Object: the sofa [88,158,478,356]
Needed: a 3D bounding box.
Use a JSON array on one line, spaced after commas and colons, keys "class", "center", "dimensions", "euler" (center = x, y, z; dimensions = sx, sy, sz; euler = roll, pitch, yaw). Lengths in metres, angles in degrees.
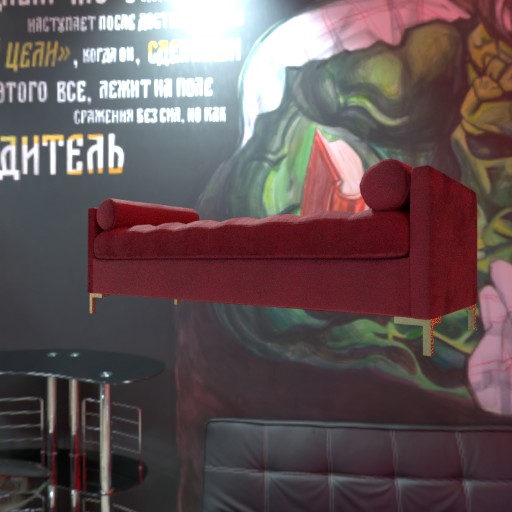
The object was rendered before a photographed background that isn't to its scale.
[{"class": "sofa", "center": [0.000, 0.000, 2.435], "dimensions": [2.102, 0.705, 0.796], "euler": [0, -1, 37]}]
